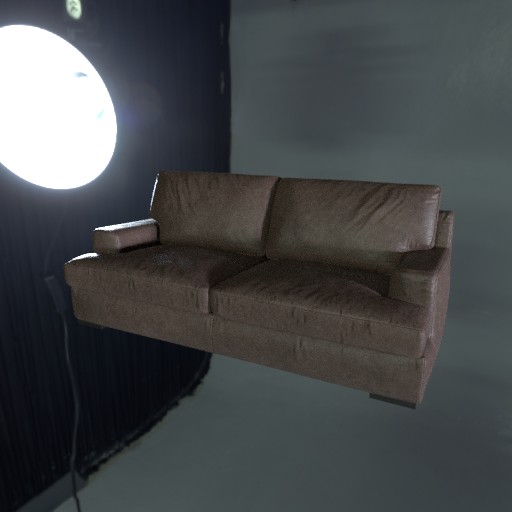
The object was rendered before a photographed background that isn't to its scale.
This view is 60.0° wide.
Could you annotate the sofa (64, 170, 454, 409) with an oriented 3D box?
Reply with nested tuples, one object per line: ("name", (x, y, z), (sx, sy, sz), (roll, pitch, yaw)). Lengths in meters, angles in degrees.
("sofa", (0.000, 0.000, 2.798), (2.261, 0.941, 1.143), (8, 18, 25))
